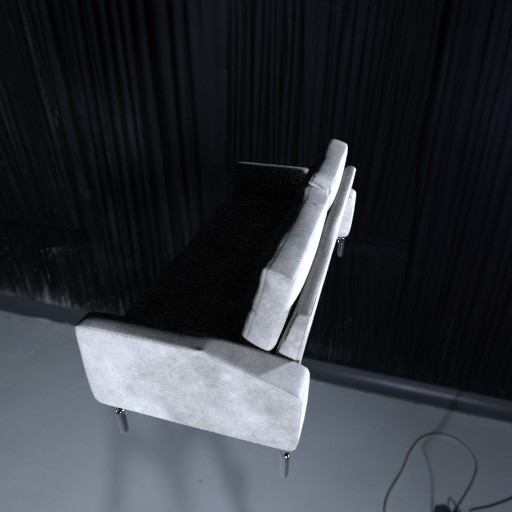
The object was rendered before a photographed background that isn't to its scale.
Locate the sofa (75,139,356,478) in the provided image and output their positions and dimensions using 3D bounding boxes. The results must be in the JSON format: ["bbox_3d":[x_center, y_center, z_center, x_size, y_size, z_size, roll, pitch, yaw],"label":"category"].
[{"bbox_3d":[0.000,0.000,2.306,0.849,0.859,1.837,9,32,14],"label":"sofa"}]
